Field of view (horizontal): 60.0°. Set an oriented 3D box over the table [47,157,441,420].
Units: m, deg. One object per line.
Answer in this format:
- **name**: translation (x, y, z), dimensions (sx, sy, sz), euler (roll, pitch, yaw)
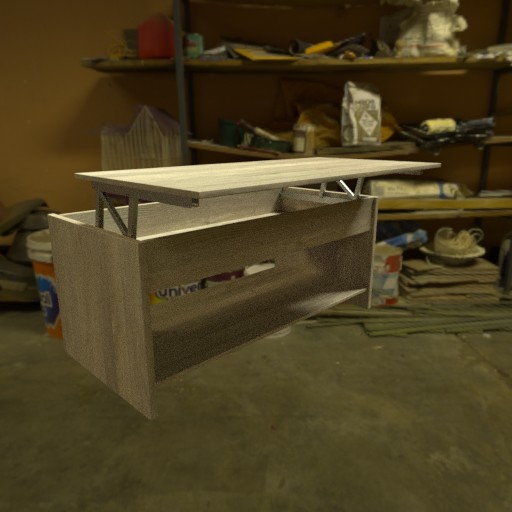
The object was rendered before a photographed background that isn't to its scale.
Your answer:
- **table**: translation (0.000, 0.000, 1.424), dimensions (0.712, 0.570, 1.000), euler (15, 22, 43)
